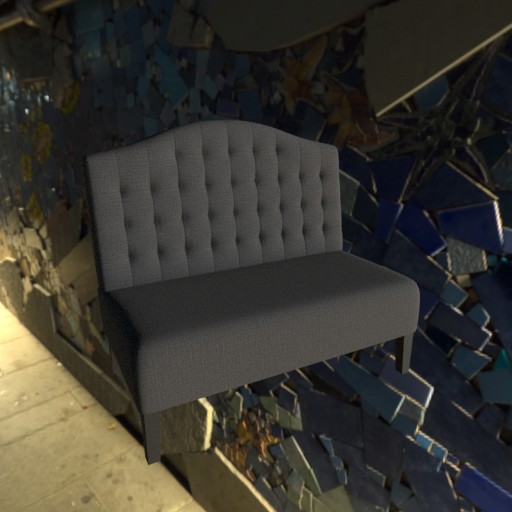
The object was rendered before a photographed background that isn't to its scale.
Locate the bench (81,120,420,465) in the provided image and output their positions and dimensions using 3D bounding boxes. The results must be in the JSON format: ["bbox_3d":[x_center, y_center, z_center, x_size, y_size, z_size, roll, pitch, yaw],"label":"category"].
[{"bbox_3d":[0.000,0.000,2.039,1.335,1.180,0.815,-9,20,-26],"label":"bench"}]
